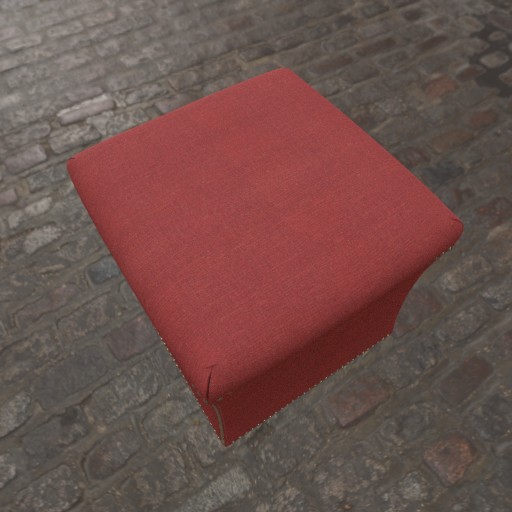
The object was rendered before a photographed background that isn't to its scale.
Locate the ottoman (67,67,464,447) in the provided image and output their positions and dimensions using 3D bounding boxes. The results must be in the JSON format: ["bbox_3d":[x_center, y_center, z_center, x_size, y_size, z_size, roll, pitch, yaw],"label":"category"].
[{"bbox_3d":[0.000,0.000,0.899,0.497,0.475,0.507,-29,62,-17],"label":"ottoman"}]
